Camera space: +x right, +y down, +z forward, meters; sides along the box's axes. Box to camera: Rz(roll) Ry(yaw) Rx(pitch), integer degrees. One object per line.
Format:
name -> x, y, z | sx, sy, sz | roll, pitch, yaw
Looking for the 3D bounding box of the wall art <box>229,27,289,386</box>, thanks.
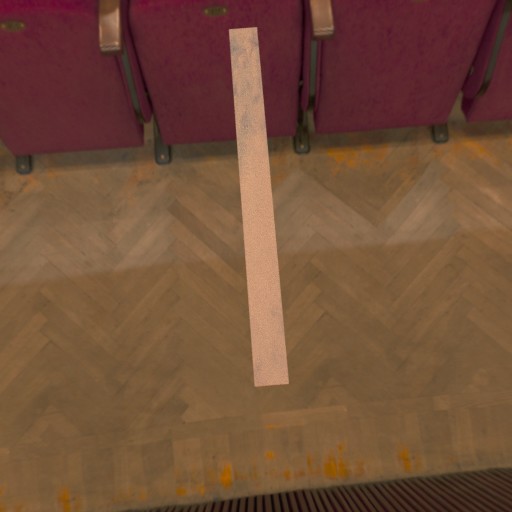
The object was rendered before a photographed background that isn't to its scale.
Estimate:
wall art -> 0.000, 0.000, 1.106 | 0.048, 0.874, 0.583 | -4, 76, -1
